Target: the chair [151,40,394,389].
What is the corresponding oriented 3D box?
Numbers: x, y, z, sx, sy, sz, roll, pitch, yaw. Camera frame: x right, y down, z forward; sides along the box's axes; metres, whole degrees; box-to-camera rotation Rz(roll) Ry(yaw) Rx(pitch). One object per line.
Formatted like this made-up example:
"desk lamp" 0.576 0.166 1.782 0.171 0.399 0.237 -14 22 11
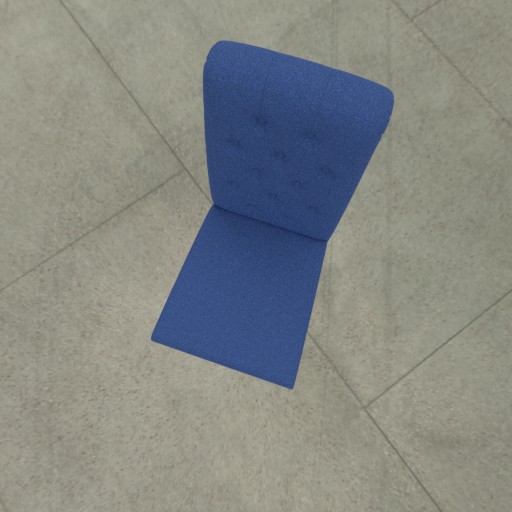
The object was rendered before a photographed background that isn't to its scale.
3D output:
"chair" 0.000 0.000 1.327 0.456 1.006 0.671 18 77 4
